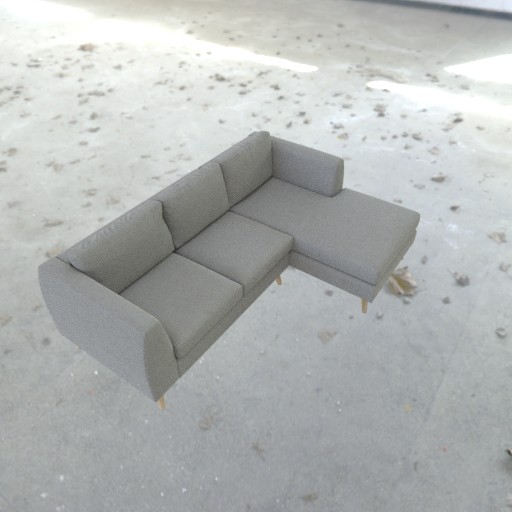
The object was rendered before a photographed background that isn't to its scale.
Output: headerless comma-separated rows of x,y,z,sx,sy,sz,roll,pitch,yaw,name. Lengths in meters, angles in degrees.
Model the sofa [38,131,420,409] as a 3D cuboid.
0.000,0.000,3.115,1.580,0.860,2.300,25,47,26,sofa
